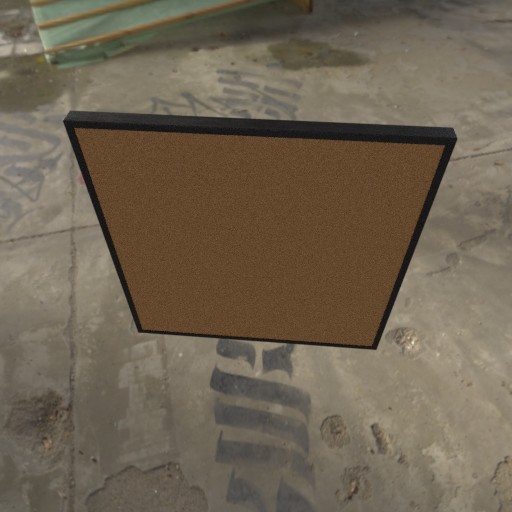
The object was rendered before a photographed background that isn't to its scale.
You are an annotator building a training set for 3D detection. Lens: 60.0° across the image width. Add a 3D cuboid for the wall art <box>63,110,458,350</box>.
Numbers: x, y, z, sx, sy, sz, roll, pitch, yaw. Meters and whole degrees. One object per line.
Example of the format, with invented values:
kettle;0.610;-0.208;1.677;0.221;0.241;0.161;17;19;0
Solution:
wall art;0.000;0.000;1.146;0.763;0.763;0.039;4;48;3
